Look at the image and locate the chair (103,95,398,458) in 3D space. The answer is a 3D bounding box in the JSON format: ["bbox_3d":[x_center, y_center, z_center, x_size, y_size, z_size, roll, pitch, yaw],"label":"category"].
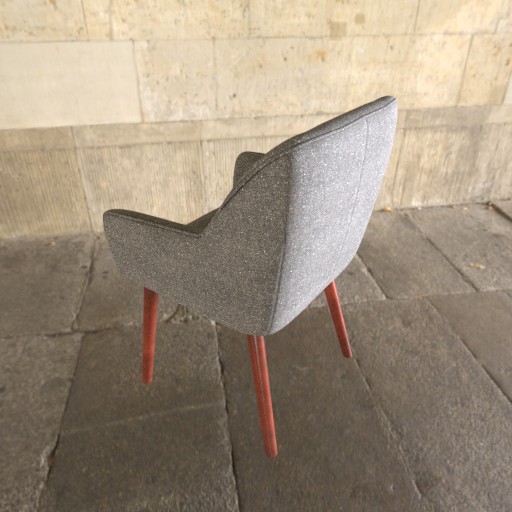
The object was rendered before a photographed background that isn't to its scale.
[{"bbox_3d":[0.000,0.000,1.156,0.519,0.803,0.543,21,37,30],"label":"chair"}]
